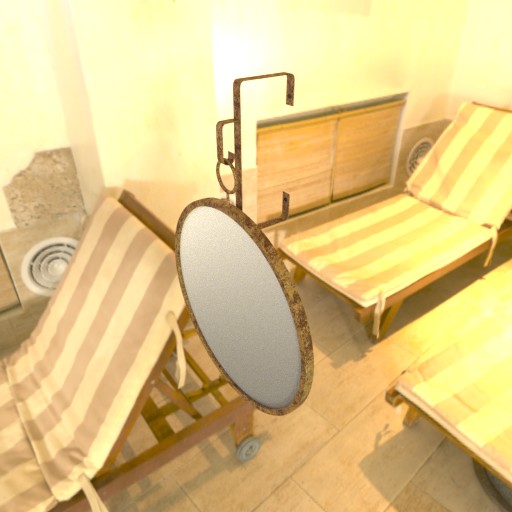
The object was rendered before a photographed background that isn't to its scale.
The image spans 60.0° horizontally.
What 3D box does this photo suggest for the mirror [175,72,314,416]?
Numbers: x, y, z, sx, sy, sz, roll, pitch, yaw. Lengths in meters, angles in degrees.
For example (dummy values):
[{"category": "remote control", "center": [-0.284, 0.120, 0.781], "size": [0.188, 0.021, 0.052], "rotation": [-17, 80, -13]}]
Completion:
[{"category": "mirror", "center": [0.000, 0.000, 0.856], "size": [0.144, 0.651, 0.447], "rotation": [-22, 38, -31]}]
